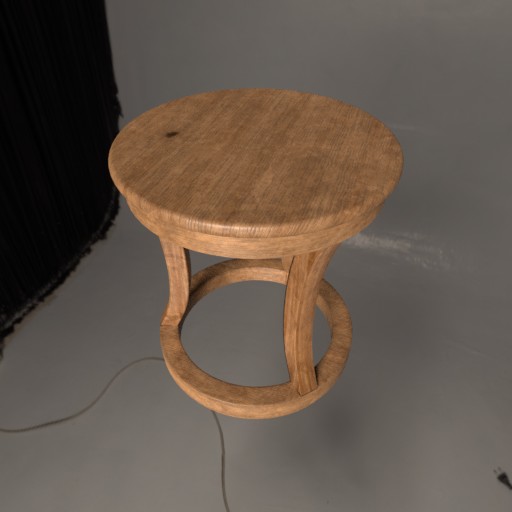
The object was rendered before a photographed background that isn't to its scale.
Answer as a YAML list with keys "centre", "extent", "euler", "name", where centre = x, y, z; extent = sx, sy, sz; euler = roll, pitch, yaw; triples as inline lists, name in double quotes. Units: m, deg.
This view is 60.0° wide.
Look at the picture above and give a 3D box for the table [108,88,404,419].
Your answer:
- centre: [0.000, 0.000, 0.814]
  extent: [0.432, 0.460, 0.432]
  euler: [0, 41, 0]
  name: "table"
